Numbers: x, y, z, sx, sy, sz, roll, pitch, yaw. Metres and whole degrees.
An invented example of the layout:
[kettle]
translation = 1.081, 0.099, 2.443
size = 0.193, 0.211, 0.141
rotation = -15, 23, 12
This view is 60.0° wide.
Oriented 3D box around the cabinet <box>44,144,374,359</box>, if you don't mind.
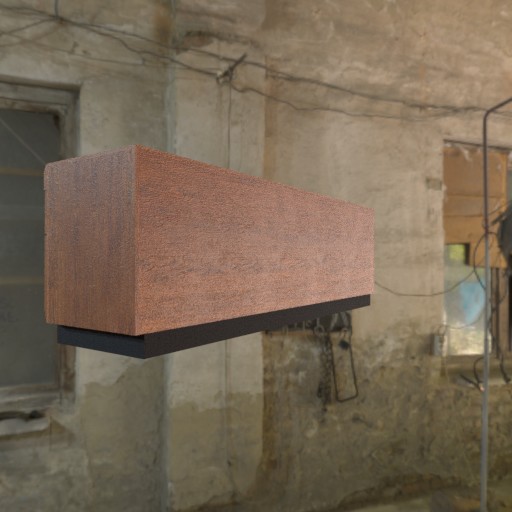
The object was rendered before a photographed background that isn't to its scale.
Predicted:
[cabinet]
translation = 0.000, 0.000, 1.812
size = 0.419, 0.510, 1.600
rotation = 0, -1, 35
